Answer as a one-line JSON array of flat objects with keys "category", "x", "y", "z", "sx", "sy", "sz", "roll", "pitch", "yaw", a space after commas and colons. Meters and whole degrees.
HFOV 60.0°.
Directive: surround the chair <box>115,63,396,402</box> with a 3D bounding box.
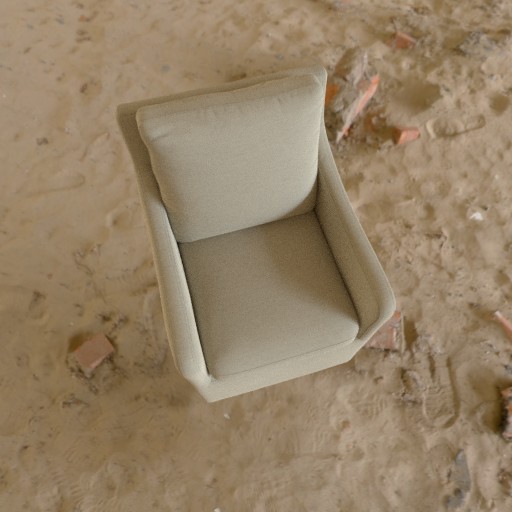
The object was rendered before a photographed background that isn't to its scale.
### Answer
[{"category": "chair", "x": 0.000, "y": 0.000, "z": 1.417, "sx": 0.626, "sy": 0.914, "sz": 0.694, "roll": -15, "pitch": 65, "yaw": -7}]
